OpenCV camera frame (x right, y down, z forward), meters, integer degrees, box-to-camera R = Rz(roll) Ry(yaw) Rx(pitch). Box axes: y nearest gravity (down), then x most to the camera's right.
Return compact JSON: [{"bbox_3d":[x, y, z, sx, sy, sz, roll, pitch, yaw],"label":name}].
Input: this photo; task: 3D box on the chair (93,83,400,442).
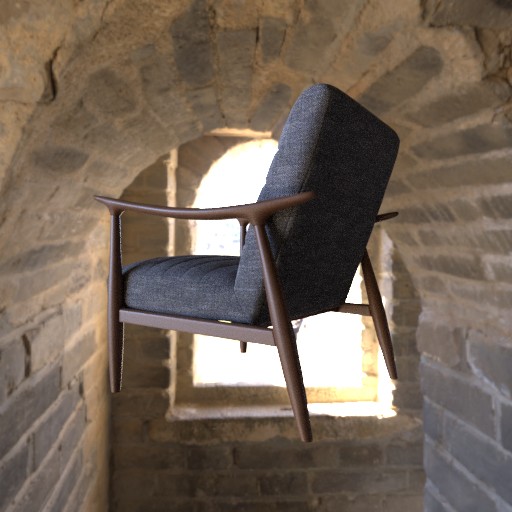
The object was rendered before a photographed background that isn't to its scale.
[{"bbox_3d":[0.000,0.000,1.456,0.798,0.832,0.741,0,0,35],"label":"chair"}]
